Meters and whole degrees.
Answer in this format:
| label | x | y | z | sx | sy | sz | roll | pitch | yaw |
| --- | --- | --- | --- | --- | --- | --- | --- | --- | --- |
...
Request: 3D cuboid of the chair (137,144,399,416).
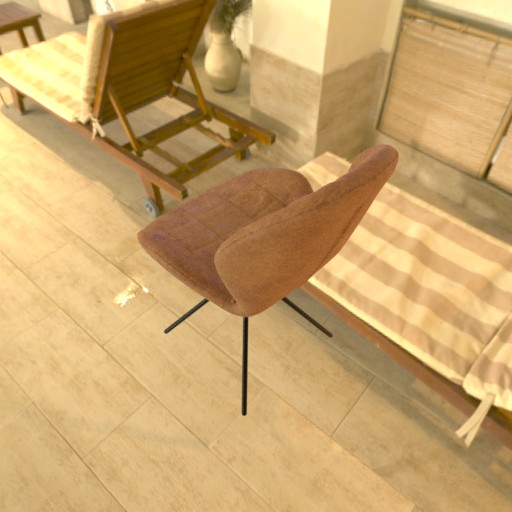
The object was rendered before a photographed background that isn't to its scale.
| label | x | y | z | sx | sy | sz | roll | pitch | yaw |
| --- | --- | --- | --- | --- | --- | --- | --- | --- | --- |
| chair | 0.000 | 0.000 | 1.296 | 0.527 | 0.929 | 0.640 | -35 | 56 | -28 |
